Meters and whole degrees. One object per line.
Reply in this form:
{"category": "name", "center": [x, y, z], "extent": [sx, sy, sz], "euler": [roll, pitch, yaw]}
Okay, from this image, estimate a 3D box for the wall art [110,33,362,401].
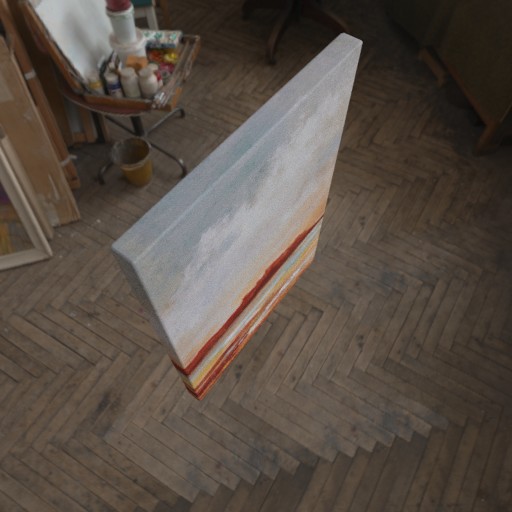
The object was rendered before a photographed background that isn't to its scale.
{"category": "wall art", "center": [0.000, 0.000, 0.786], "extent": [0.035, 0.605, 0.443], "euler": [33, 65, 18]}
